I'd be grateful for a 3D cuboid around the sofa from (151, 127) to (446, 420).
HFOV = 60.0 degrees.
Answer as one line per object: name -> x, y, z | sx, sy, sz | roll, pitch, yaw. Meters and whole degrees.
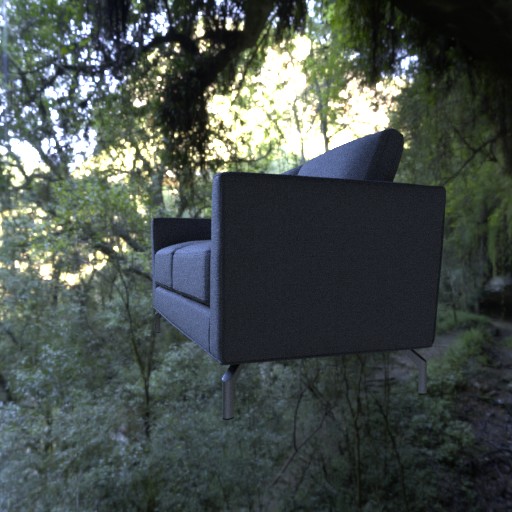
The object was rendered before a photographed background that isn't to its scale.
sofa -> 0.000, 0.000, 2.089 | 0.803, 0.924, 1.594 | 0, 0, -20
